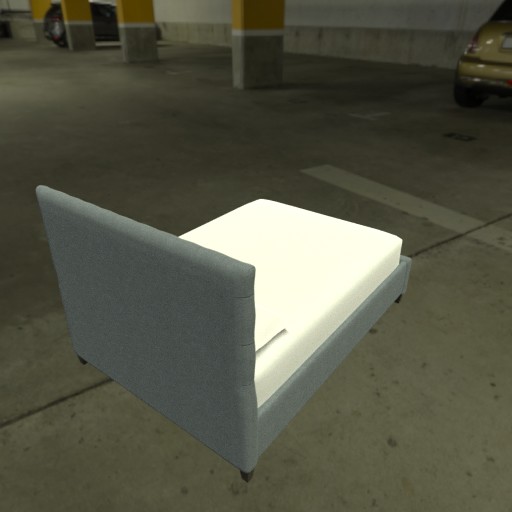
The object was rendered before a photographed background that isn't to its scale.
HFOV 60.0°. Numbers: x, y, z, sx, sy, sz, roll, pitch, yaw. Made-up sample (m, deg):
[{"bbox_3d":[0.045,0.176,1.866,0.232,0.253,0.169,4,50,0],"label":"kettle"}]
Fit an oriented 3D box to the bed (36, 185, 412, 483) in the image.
[{"bbox_3d":[0.000,0.000,3.408,1.698,1.411,2.335,20,34,32],"label":"bed"}]
